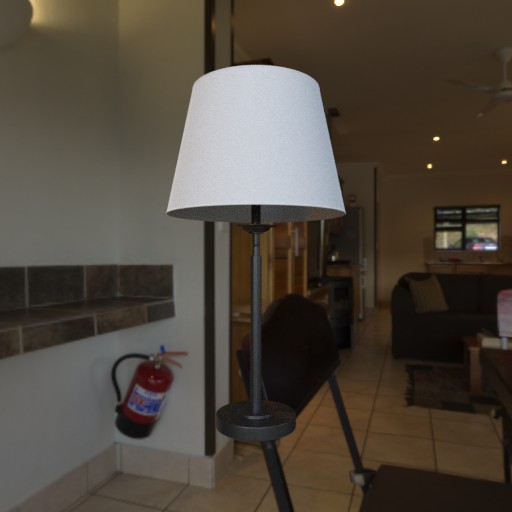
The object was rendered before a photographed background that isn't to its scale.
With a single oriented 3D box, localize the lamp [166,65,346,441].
[{"bbox_3d":[0.000,0.000,0.914,0.363,0.696,0.363,0,0,0],"label":"lamp"}]
